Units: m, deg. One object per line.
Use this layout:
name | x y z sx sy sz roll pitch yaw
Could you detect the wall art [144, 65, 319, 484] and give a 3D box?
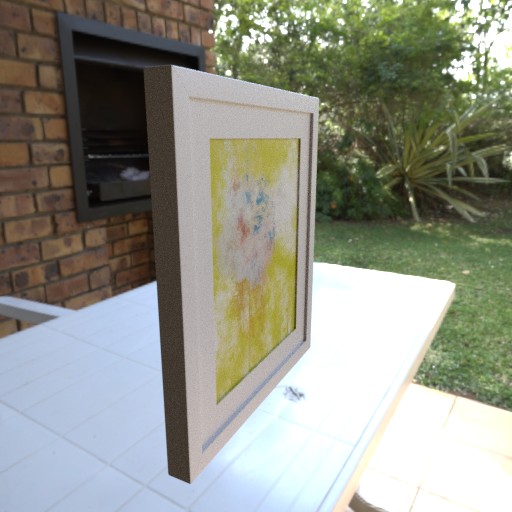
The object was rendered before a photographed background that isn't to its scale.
wall art | 0.000 0.000 0.531 0.028 0.381 0.331 8 17 26
